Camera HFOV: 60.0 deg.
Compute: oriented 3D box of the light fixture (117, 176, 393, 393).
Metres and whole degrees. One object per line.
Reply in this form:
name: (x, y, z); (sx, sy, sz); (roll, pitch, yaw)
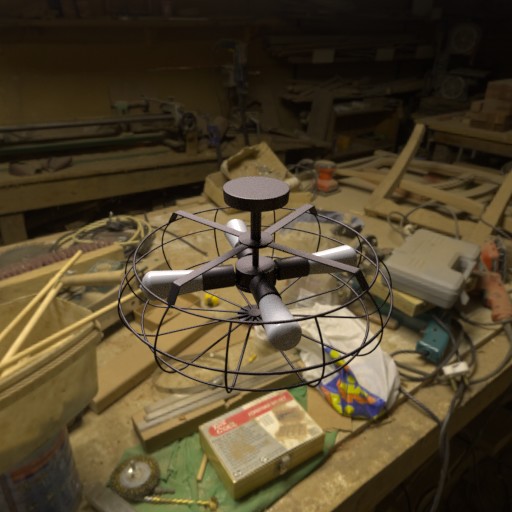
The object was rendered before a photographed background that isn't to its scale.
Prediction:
light fixture: (0.000, 0.000, 0.944); (0.582, 0.311, 0.582); (0, 27, 0)
